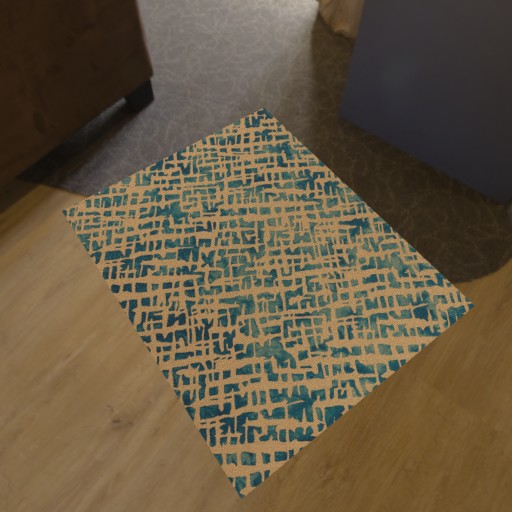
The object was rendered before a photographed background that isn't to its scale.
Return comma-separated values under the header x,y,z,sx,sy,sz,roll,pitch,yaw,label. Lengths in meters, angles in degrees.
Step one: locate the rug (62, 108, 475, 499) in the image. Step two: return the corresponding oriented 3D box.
x,y,z,sx,sy,sz,roll,pitch,yaw,label
0.000,0.000,4.014,2.435,0.007,3.007,-32,65,-17,rug
